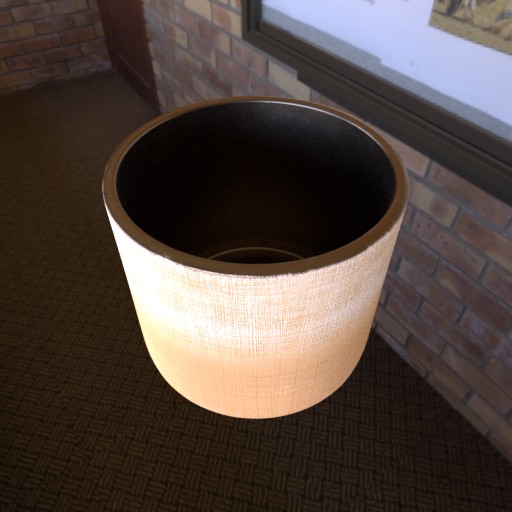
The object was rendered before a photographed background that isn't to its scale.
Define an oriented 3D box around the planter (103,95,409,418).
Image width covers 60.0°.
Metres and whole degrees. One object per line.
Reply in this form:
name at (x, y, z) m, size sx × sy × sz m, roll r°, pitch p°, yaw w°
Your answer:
planter at (0.000, 0.000, 0.446) m, size 0.254 × 0.221 × 0.254 m, roll 0°, pitch 46°, yaw 0°
